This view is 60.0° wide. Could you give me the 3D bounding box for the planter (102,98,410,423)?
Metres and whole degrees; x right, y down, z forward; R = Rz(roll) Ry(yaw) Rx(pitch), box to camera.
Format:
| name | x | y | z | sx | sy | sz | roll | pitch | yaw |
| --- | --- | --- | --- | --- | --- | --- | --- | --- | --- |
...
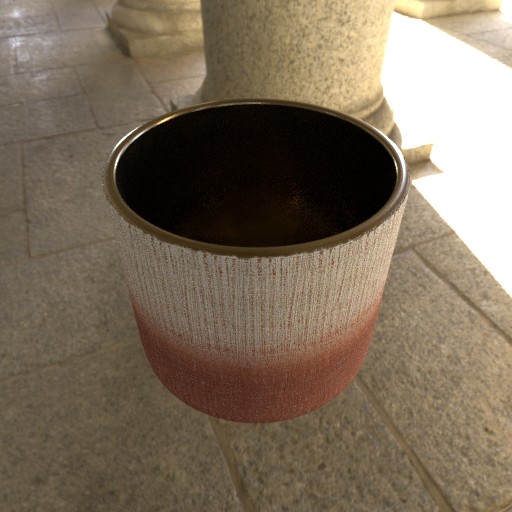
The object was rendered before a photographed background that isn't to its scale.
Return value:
| name | x | y | z | sx | sy | sz | roll | pitch | yaw |
| --- | --- | --- | --- | --- | --- | --- | --- | --- | --- |
| planter | 0.000 | 0.000 | 0.440 | 0.254 | 0.221 | 0.254 | 0 | 42 | 0 |
